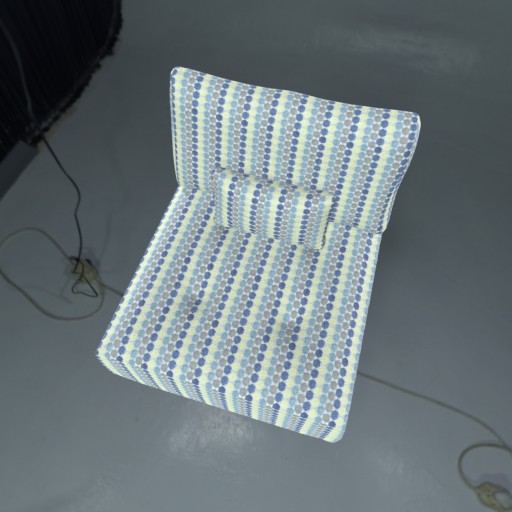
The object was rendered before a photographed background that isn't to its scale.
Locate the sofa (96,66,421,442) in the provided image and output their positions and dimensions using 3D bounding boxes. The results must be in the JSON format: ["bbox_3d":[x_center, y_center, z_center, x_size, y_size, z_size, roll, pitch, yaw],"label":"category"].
[{"bbox_3d":[0.000,0.000,1.675,0.930,0.830,1.000,14,60,8],"label":"sofa"}]
